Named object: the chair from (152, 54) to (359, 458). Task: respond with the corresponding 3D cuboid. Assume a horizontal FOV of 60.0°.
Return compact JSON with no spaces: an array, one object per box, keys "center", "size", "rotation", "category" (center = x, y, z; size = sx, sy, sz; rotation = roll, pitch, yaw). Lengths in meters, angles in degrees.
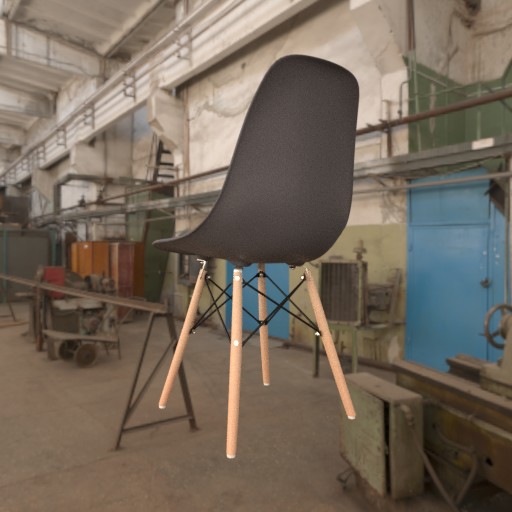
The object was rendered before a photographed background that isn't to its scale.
[{"center":[0.000,0.000,1.154],"size":[0.470,0.826,0.533],"rotation":[0,1,-36],"category":"chair"}]
